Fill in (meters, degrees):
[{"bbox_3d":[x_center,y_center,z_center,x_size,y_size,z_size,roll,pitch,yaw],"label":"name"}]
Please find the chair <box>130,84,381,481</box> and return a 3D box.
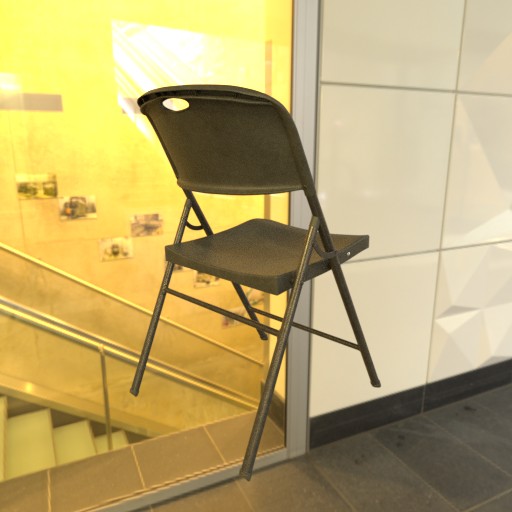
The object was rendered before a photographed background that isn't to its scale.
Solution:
[{"bbox_3d":[0.000,0.000,1.192,0.566,0.810,0.494,-13,19,-43],"label":"chair"}]
